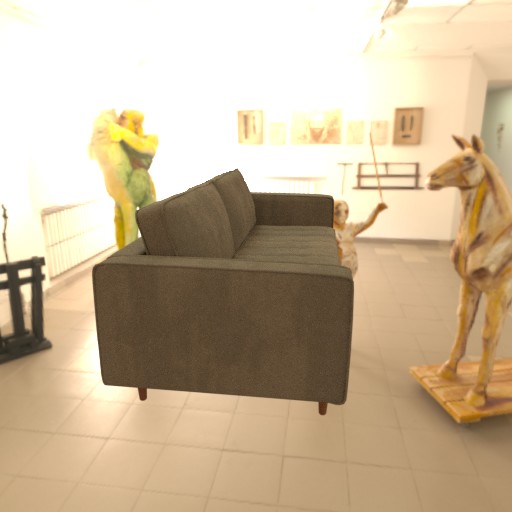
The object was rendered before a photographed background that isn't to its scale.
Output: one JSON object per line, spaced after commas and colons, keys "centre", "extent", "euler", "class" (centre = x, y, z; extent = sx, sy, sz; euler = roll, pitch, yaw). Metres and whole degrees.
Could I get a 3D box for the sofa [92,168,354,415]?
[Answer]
{"centre": [0.000, 0.000, 2.430], "extent": [0.924, 0.825, 1.920], "euler": [2, 16, 7], "class": "sofa"}
